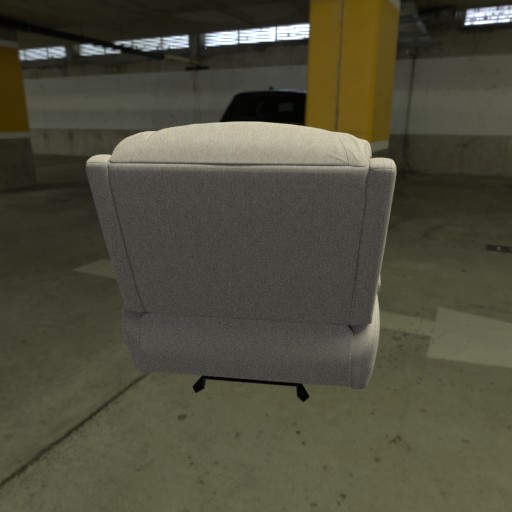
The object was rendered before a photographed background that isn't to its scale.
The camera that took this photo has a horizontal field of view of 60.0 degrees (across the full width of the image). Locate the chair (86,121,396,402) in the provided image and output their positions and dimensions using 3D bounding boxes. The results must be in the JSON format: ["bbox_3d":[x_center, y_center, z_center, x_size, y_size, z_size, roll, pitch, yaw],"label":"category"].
[{"bbox_3d":[0.000,0.000,1.736,0.930,1.011,0.899,2,17,8],"label":"chair"}]
